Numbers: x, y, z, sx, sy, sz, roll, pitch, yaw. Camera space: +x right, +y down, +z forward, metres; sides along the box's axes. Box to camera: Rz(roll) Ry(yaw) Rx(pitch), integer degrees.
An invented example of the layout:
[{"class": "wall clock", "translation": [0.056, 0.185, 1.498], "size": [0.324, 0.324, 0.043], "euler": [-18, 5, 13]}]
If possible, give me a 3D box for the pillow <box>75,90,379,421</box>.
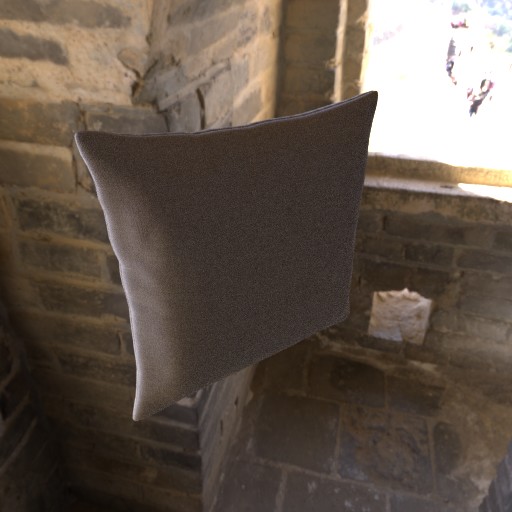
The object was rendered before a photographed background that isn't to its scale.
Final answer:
[{"class": "pillow", "translation": [0.000, 0.000, 0.779], "size": [0.523, 0.510, 0.166], "euler": [-19, 35, -29]}]
